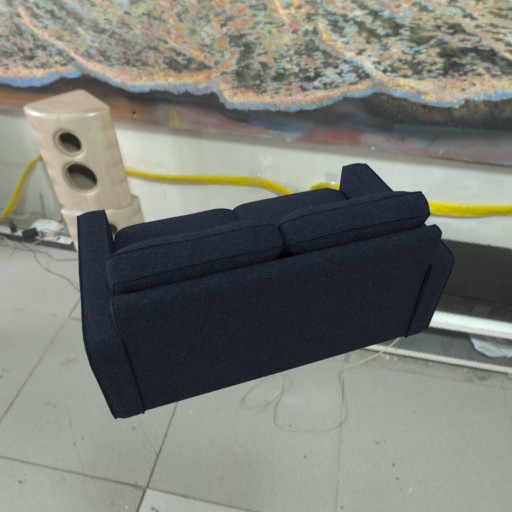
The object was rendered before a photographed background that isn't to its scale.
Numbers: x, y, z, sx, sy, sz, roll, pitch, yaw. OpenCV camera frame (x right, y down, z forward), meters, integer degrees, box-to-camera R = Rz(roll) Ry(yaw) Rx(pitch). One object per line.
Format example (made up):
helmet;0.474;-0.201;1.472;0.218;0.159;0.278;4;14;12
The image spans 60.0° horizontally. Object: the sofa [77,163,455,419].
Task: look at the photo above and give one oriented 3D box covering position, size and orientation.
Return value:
sofa;0.000;0.000;2.303;1.709;0.918;0.947;-13;44;-13
